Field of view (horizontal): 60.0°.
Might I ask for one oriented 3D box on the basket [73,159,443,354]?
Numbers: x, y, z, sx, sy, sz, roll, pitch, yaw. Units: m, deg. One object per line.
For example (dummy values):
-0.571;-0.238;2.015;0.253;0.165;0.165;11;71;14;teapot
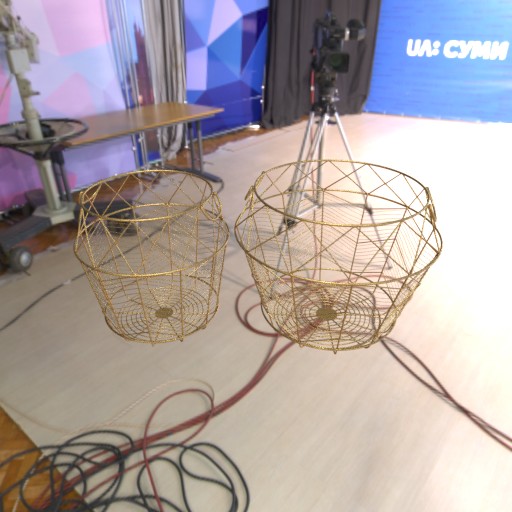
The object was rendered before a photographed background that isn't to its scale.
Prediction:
0.000;0.000;1.027;0.805;0.343;0.451;0;31;1;basket
